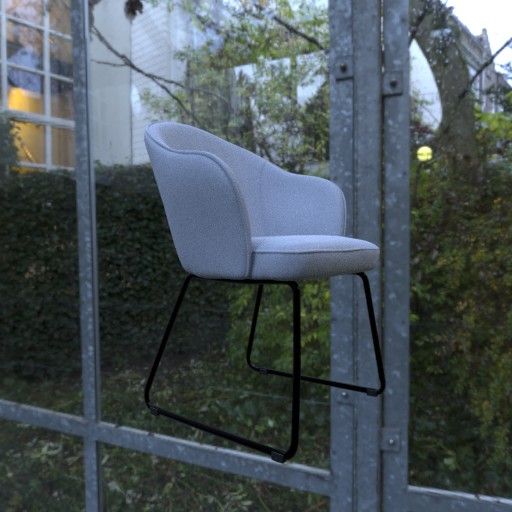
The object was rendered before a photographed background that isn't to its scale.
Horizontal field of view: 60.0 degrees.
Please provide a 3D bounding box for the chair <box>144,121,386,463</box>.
[{"bbox_3d":[0.000,0.000,1.239,0.592,0.817,0.570,2,3,37],"label":"chair"}]
